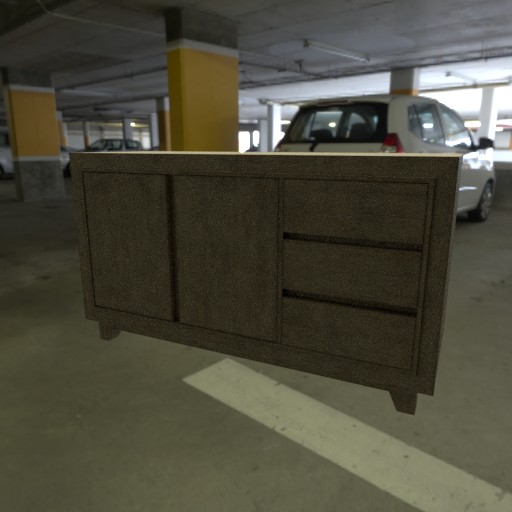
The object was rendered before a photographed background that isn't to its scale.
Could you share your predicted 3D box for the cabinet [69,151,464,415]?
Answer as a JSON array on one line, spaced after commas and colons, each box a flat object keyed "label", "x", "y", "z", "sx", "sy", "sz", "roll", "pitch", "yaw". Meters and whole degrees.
[{"label": "cabinet", "x": 0.000, "y": 0.000, "z": 1.823, "sx": 1.460, "sy": 0.825, "sz": 0.511, "roll": 7, "pitch": 16, "yaw": 25}]
